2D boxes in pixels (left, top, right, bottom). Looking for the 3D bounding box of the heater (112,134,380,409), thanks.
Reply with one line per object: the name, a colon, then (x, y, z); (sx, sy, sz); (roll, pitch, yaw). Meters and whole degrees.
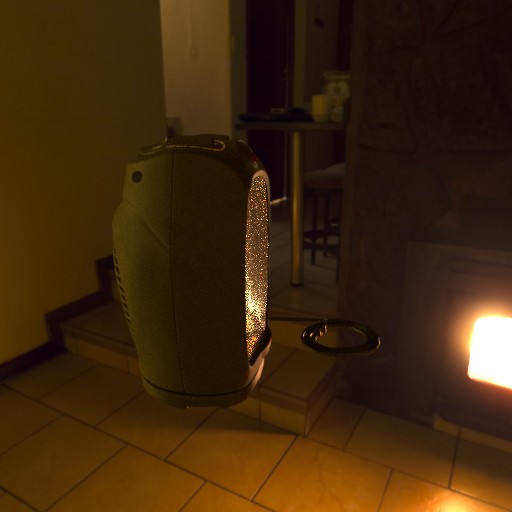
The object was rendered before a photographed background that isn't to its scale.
heater: (0.000, 0.000, 0.480); (0.291, 0.255, 0.239); (3, 17, 9)
